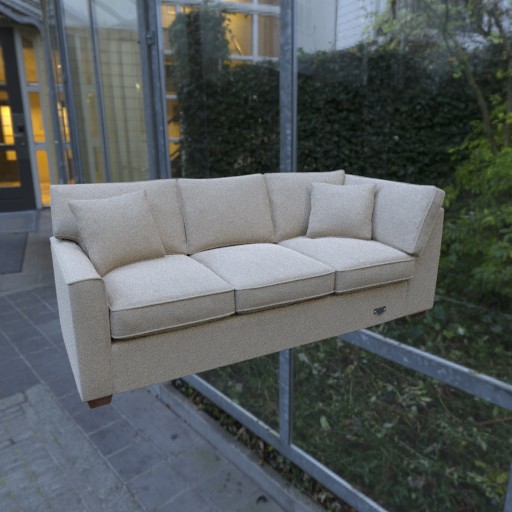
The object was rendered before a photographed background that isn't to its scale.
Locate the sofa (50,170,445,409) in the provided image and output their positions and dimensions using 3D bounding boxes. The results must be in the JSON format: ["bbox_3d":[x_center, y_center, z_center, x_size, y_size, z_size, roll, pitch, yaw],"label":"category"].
[{"bbox_3d":[0.000,0.000,2.824,2.317,0.962,1.061,-8,18,-27],"label":"sofa"}]
